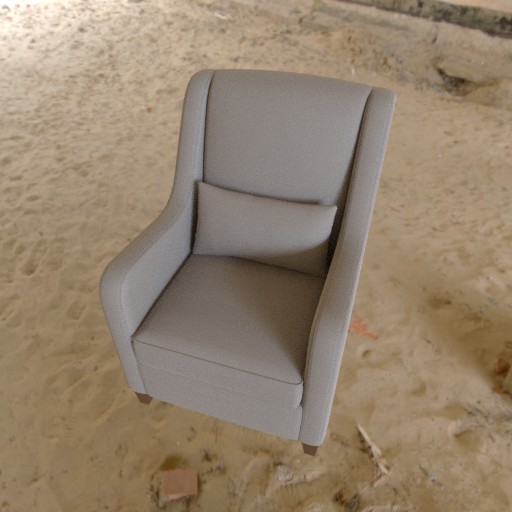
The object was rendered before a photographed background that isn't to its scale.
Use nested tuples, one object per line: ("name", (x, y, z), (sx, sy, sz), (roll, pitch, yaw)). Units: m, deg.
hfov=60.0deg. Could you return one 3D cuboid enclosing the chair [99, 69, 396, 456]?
("chair", (0.000, 0.000, 1.552), (0.715, 1.010, 0.863), (12, 42, 14))
